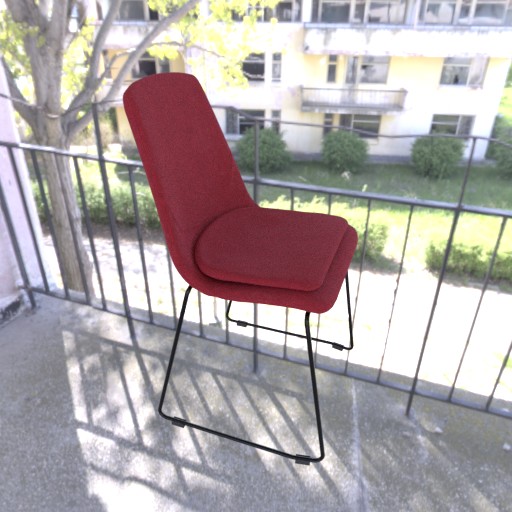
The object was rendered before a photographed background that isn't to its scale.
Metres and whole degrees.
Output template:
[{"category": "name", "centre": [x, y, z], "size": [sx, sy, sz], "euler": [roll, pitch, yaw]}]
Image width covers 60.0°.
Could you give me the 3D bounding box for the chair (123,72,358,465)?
[{"category": "chair", "centre": [0.000, 0.000, 1.148], "size": [0.518, 0.858, 0.479], "euler": [10, 30, 18]}]
